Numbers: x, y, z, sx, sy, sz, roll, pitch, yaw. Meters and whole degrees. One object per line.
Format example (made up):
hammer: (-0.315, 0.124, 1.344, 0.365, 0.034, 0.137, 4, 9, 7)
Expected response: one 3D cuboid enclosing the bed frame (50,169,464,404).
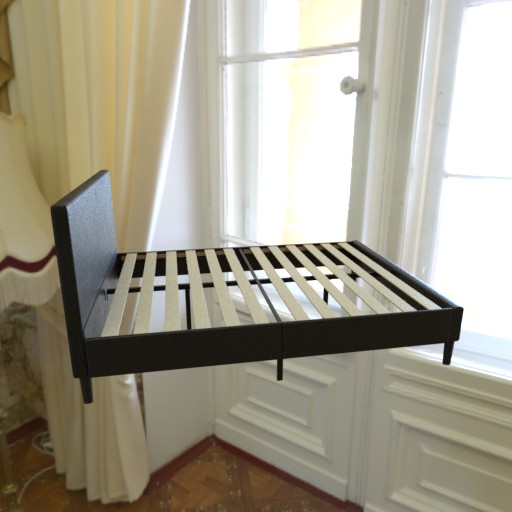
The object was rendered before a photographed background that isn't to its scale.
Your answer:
bed frame: (0.000, 0.000, 3.253, 2.318, 1.127, 1.634, -3, 17, -10)
